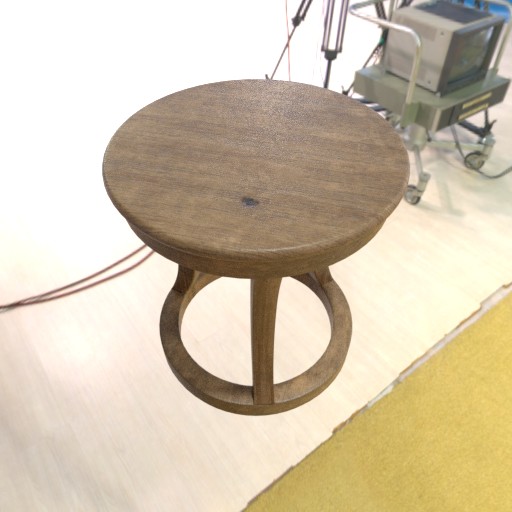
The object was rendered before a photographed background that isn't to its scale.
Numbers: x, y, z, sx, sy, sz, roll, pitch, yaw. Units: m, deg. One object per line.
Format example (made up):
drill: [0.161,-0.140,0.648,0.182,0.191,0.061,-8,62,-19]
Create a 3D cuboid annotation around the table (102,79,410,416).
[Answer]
table: [0.000,0.000,0.798,0.432,0.460,0.432,0,46,0]
